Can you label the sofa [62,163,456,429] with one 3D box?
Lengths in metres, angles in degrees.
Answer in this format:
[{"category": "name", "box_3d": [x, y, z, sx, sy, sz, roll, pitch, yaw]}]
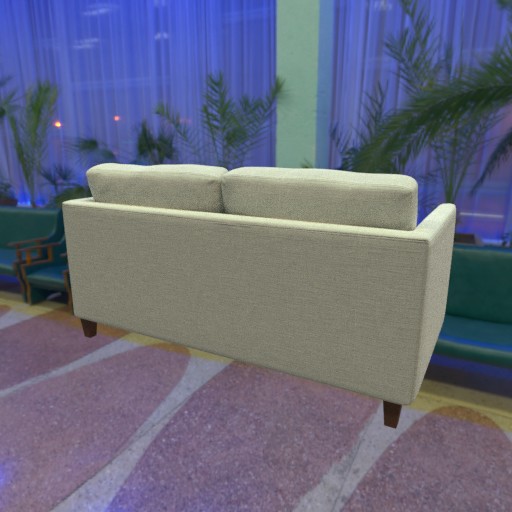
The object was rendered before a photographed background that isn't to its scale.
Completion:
[{"category": "sofa", "box_3d": [0.000, 0.000, 2.349, 1.838, 0.963, 0.950, 8, 17, 28]}]
